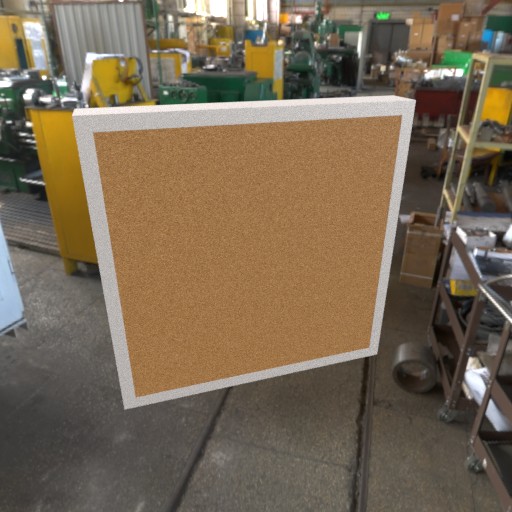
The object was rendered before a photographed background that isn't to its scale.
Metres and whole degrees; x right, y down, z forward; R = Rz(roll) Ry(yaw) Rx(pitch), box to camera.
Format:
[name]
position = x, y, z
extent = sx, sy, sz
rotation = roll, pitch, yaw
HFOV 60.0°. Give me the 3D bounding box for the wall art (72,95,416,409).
[wall art]
position = 0.000, 0.000, 0.461
extent = 0.305, 0.302, 0.038
rotation = -8, 28, -16
